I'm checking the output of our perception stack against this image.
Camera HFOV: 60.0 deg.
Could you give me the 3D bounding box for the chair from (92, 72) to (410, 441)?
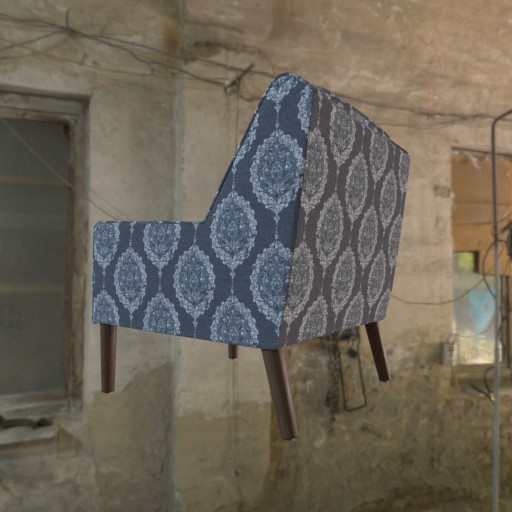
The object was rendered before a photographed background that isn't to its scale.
[{"bbox_3d":[0.000,0.000,1.342,0.743,0.792,0.663,-1,-2,36],"label":"chair"}]
